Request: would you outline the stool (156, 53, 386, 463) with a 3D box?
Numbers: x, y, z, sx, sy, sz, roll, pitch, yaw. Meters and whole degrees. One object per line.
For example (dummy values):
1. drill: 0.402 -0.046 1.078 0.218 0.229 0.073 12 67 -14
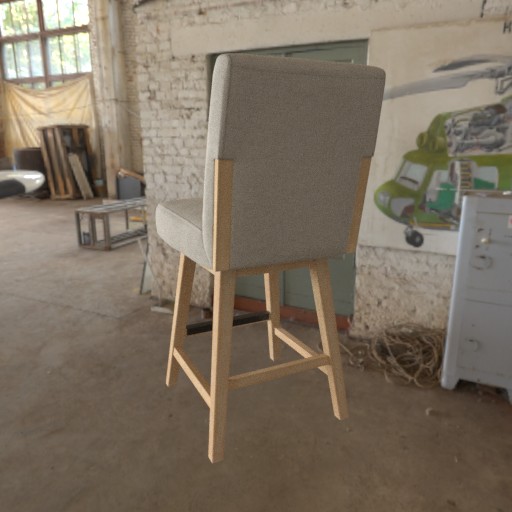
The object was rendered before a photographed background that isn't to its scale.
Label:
1. stool: 0.000 0.000 1.413 0.507 1.085 0.606 -7 16 -26
